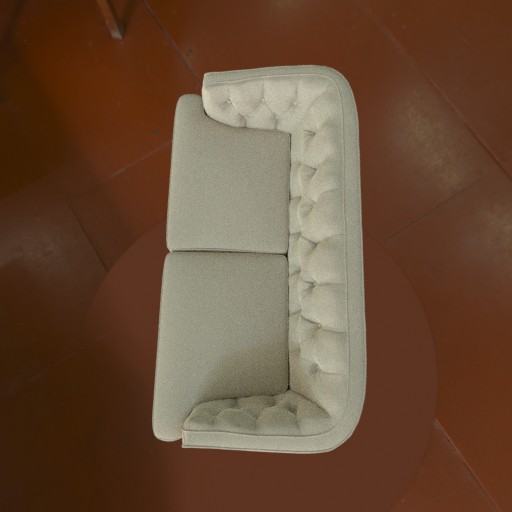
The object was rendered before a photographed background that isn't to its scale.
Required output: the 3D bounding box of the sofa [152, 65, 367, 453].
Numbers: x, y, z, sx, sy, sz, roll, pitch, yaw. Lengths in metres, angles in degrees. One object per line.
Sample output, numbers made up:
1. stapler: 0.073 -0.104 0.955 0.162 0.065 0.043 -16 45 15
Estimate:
1. sofa: 0.000 0.000 2.233 0.941 0.855 1.733 1 76 0
